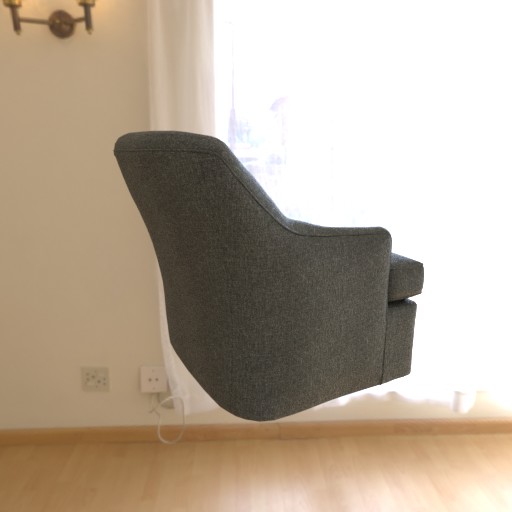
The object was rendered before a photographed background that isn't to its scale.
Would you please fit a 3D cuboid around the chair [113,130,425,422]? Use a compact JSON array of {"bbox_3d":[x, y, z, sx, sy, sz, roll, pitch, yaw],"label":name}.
[{"bbox_3d":[0.000,0.000,1.618,0.923,0.856,0.864,-7,15,-26],"label":"chair"}]
